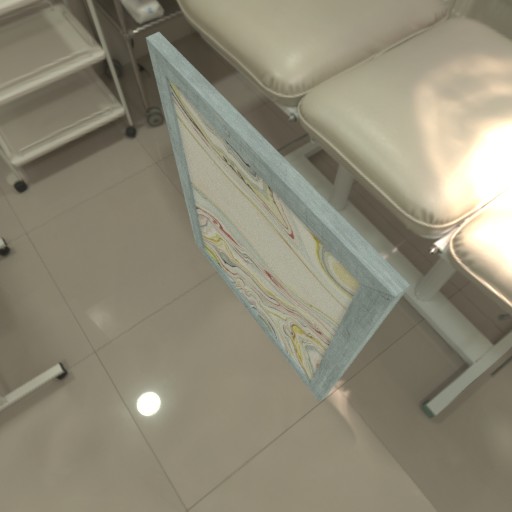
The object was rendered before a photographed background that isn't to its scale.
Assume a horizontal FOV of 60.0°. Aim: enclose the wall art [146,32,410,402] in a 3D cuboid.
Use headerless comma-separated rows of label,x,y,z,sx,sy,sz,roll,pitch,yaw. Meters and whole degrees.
wall art,0.000,0.000,0.780,0.022,0.582,0.479,-33,67,-16
